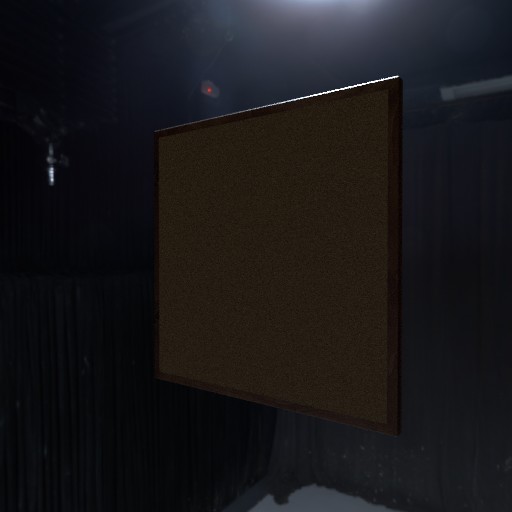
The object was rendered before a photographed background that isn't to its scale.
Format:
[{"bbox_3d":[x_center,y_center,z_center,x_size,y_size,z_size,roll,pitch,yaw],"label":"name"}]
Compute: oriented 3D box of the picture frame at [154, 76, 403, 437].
[{"bbox_3d":[0.000,0.000,1.247,0.810,0.817,0.029,1,1,35],"label":"picture frame"}]
